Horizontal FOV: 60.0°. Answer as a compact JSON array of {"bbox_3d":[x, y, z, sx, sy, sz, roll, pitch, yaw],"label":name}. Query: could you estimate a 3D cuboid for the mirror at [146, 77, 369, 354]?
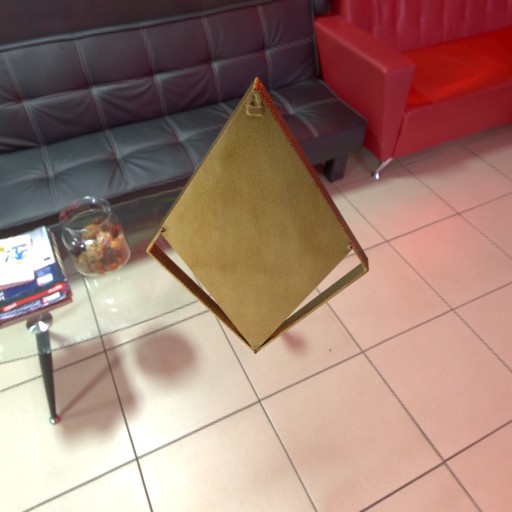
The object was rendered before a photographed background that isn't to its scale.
[{"bbox_3d":[0.000,0.000,0.834,0.419,0.679,0.032,5,48,4],"label":"mirror"}]
